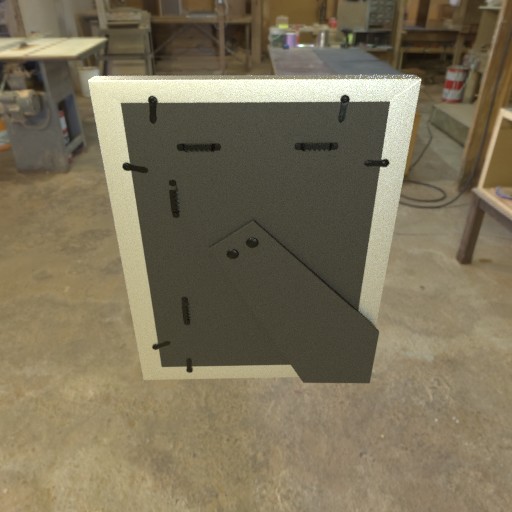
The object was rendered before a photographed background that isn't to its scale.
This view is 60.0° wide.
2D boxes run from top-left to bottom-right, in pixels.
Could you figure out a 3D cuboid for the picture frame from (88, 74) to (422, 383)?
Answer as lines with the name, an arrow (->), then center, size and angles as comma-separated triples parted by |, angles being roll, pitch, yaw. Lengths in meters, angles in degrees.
picture frame -> 0.000, 0.000, 0.512 | 0.307, 0.386, 0.036 | -1, 31, -1
